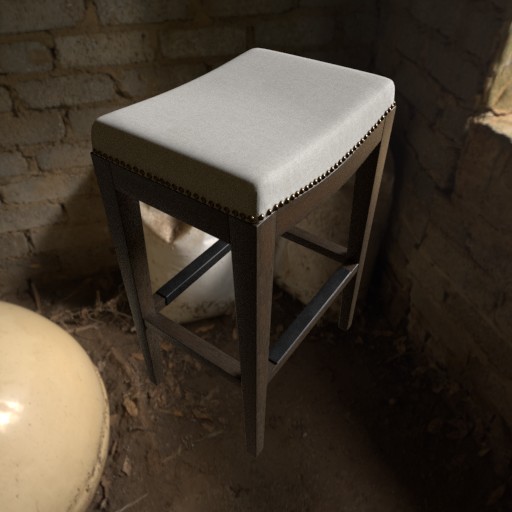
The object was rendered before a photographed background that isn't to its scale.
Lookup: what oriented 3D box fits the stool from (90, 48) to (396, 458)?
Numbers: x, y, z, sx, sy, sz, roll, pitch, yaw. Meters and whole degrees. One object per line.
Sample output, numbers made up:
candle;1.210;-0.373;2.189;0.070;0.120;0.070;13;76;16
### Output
stool;0.000;0.000;1.031;0.358;0.759;0.498;26;48;26
